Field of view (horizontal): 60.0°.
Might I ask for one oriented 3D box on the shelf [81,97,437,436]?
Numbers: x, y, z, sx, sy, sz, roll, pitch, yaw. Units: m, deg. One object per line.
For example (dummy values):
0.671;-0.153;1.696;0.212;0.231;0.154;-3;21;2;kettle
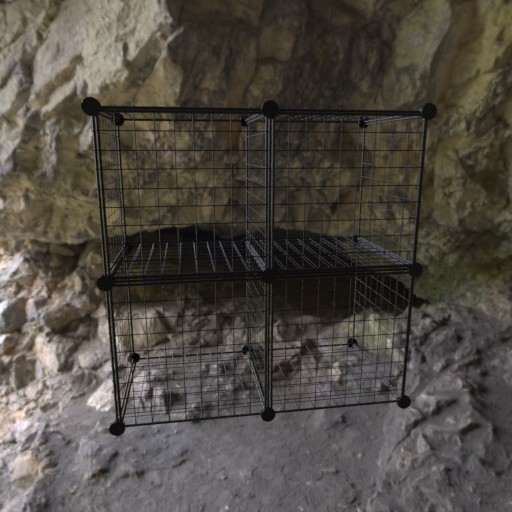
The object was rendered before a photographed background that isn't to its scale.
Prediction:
0.000;0.000;1.122;0.711;0.711;0.356;-2;13;-9;shelf
